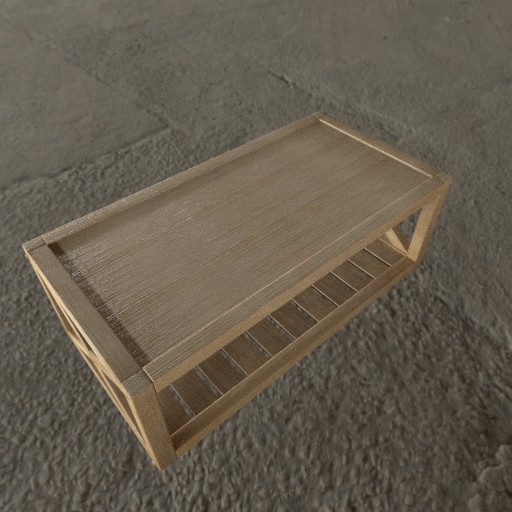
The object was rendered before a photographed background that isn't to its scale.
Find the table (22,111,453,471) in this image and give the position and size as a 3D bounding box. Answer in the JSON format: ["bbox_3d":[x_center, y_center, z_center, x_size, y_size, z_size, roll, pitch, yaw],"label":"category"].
[{"bbox_3d":[0.000,0.000,1.628,1.321,0.457,0.660,-31,53,-28],"label":"table"}]
